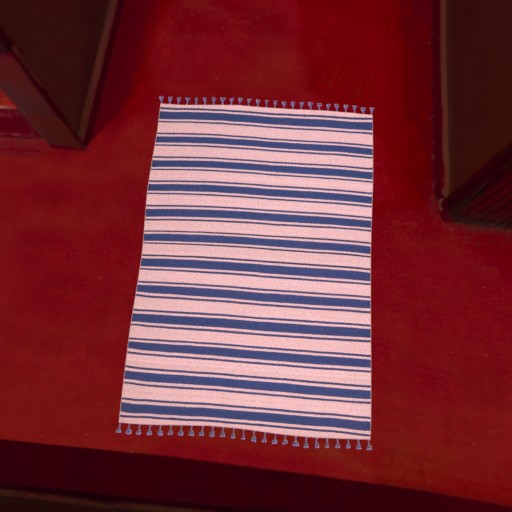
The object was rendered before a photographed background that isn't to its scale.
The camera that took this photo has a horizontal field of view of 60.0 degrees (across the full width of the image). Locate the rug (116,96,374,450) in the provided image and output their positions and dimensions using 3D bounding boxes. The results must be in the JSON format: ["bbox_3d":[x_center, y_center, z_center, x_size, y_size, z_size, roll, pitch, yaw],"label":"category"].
[{"bbox_3d":[0.000,0.000,2.923,1.544,0.010,2.315,4,77,1],"label":"rug"}]
